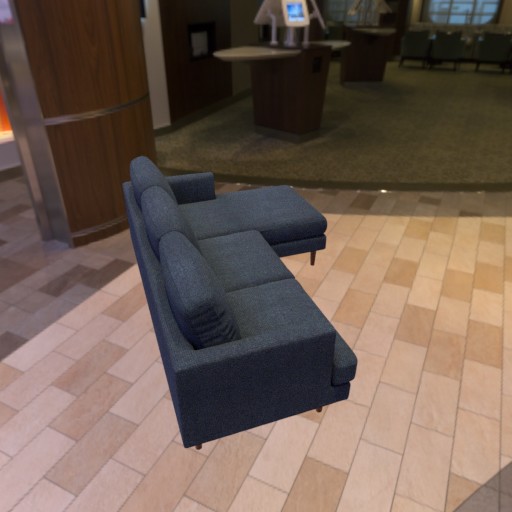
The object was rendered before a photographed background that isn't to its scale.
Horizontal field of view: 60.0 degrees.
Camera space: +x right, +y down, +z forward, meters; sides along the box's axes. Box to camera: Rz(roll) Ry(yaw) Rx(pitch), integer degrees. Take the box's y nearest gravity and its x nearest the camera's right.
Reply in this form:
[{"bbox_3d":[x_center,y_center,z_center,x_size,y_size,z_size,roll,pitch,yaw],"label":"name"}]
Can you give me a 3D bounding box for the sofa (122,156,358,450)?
[{"bbox_3d":[0.000,0.000,3.022,1.504,0.956,2.233,-11,32,-17],"label":"sofa"}]
